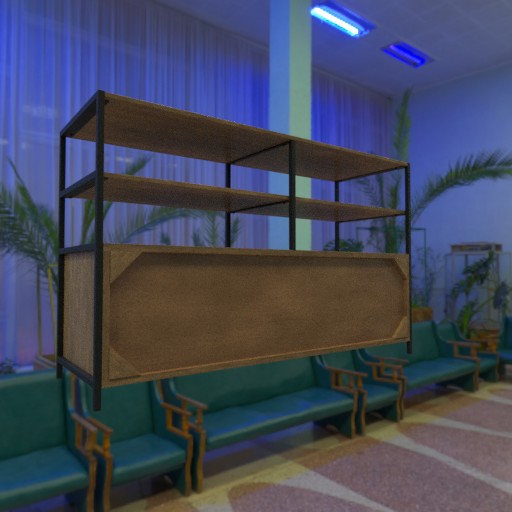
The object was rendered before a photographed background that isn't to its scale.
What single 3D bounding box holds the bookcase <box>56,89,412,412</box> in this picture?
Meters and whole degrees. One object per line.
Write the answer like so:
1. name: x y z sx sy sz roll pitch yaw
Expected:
1. bookcase: 0.000 0.000 1.469 1.149 0.712 0.391 1 -2 -36
